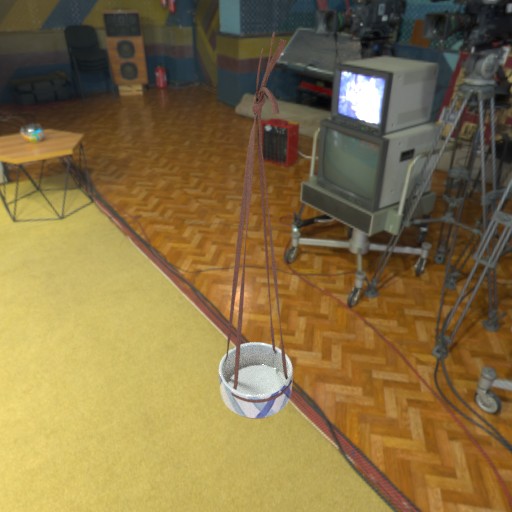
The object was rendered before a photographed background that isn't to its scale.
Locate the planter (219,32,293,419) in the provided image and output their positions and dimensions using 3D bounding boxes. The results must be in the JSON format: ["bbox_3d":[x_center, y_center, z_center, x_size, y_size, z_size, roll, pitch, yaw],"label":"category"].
[{"bbox_3d":[0.000,0.000,0.820,0.166,0.751,0.166,8,33,13],"label":"planter"}]
